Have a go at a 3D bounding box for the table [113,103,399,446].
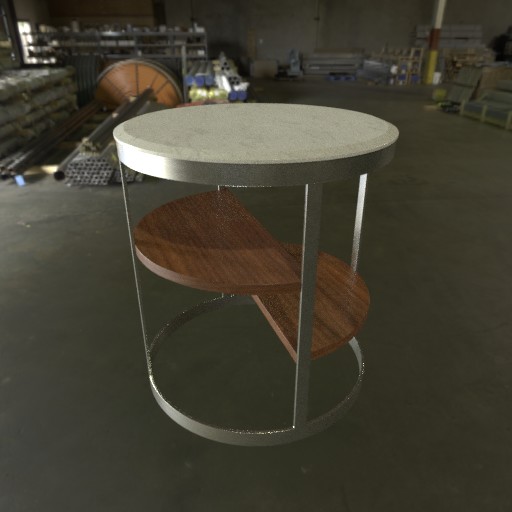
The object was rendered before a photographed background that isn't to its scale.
[{"bbox_3d":[0.000,0.000,0.754,0.407,0.447,0.407,0,27,0],"label":"table"}]
